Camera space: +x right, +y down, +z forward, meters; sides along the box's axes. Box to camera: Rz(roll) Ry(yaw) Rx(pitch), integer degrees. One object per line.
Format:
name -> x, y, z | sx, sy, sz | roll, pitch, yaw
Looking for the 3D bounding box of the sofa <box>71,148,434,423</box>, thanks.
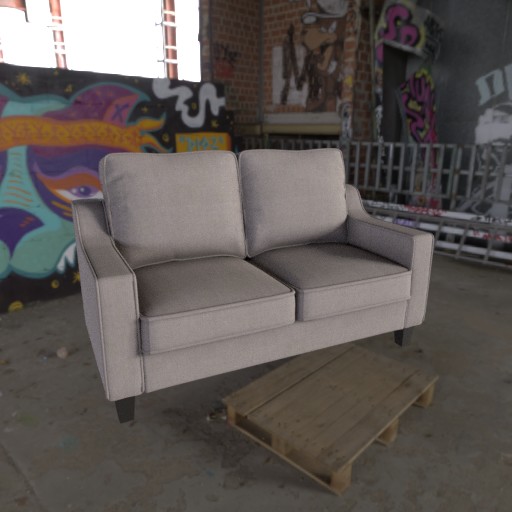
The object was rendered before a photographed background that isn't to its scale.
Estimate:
sofa -> 0.000, 0.000, 2.067 | 1.500, 0.948, 0.791 | -8, 18, -25
